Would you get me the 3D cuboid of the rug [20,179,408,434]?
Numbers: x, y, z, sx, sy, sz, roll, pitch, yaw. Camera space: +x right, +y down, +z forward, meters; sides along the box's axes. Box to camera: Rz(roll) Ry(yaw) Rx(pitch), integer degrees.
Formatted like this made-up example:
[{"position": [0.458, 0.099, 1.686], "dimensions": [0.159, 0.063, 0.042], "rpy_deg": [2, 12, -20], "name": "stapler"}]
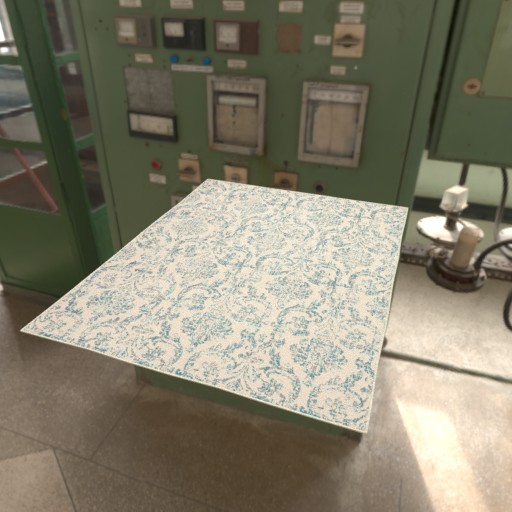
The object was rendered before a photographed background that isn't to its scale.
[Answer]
[{"position": [0.000, 0.000, 3.889], "dimensions": [2.363, 0.012, 2.980], "rpy_deg": [11, 33, 17], "name": "rug"}]
